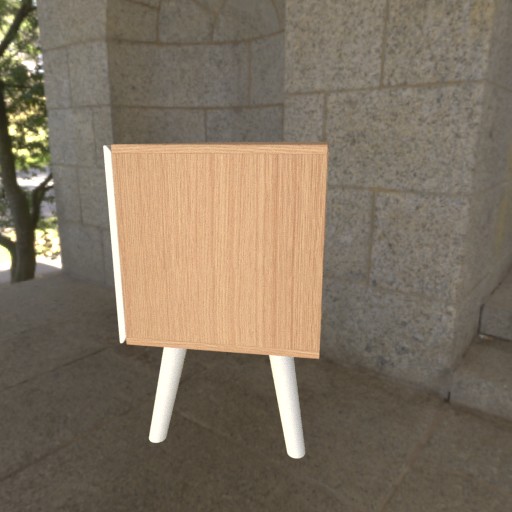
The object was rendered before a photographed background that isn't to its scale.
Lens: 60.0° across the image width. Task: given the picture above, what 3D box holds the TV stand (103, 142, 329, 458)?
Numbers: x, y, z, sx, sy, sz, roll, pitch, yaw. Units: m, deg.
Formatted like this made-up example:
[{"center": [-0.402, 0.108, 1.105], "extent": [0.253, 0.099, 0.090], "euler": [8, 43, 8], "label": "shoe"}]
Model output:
[{"center": [0.000, 0.000, 1.335], "extent": [0.407, 0.660, 0.991], "euler": [2, 15, 9], "label": "TV stand"}]
